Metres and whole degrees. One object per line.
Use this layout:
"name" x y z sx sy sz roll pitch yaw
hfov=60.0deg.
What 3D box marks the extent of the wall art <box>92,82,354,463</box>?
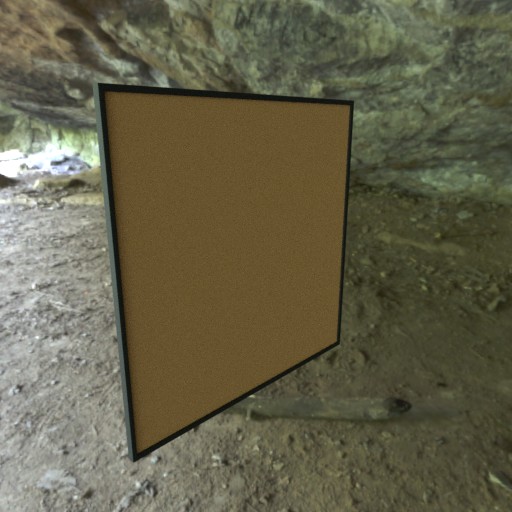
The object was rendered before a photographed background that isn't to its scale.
"wall art" 0.000 0.000 0.665 0.458 0.457 0.013 -16 22 -43
